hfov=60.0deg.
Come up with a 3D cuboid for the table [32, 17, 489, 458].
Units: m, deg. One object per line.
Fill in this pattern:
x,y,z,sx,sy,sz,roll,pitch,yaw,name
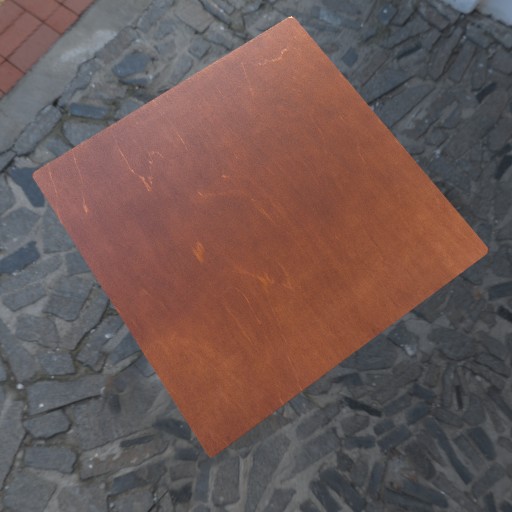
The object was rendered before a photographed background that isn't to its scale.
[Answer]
0.000,0.000,0.827,0.427,0.520,0.427,-34,80,-7,table
